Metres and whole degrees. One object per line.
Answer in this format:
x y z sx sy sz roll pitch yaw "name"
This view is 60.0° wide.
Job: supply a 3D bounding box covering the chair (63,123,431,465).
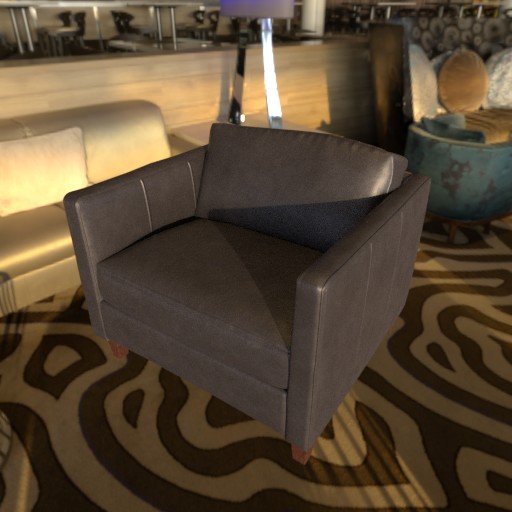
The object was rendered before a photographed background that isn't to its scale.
0.000 0.000 1.597 0.939 0.811 0.862 18 34 29 "chair"
